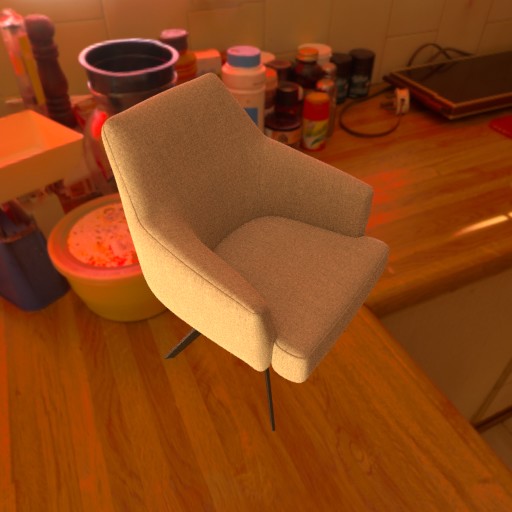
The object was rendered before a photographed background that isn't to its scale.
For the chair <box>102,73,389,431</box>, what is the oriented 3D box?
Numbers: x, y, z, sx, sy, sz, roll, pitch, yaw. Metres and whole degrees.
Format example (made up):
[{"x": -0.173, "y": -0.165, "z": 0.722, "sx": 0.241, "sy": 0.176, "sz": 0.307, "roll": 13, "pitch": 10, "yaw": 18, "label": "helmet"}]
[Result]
[{"x": 0.000, "y": 0.000, "z": 1.361, "sx": 0.677, "sy": 0.874, "sz": 0.642, "roll": 25, "pitch": 47, "yaw": 26, "label": "chair"}]
